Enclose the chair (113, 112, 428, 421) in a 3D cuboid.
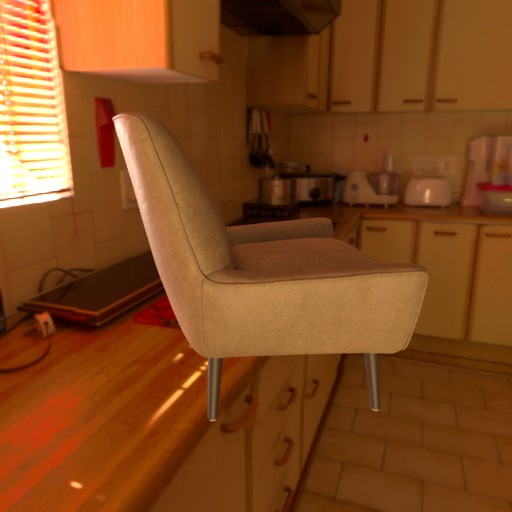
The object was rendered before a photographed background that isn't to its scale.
[{"bbox_3d":[0.000,0.000,1.464,0.824,0.888,0.787,-3,15,-10],"label":"chair"}]
